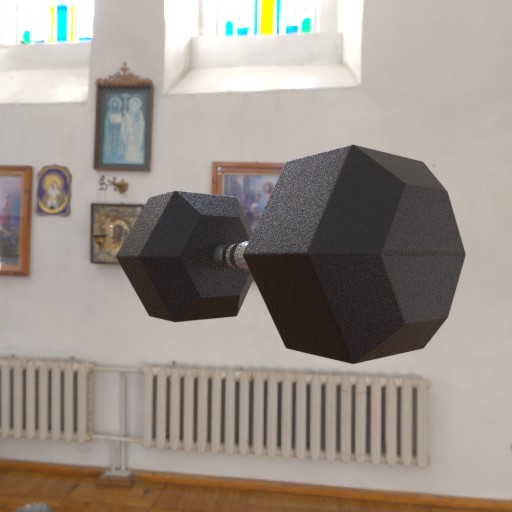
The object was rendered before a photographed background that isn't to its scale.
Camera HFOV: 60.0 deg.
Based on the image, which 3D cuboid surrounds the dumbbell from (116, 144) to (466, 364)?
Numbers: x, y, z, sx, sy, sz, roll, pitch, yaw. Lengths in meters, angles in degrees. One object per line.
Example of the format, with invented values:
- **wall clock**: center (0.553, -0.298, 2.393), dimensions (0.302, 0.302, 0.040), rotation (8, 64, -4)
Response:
- **dumbbell**: center (0.000, 0.000, 0.322), dimensions (0.122, 0.106, 0.271), rotation (0, -1, -38)
